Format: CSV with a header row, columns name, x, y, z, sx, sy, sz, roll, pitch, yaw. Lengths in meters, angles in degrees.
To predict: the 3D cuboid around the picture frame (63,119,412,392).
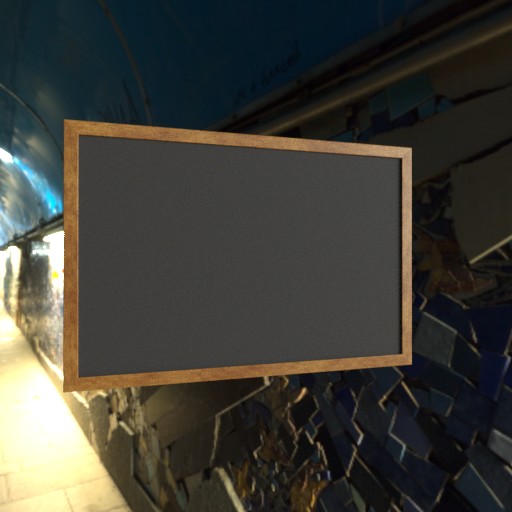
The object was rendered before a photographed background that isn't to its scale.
name,x,y,z,sx,sy,sz,roll,pitch,yaw
picture frame,0.000,0.000,1.152,0.922,0.621,0.029,0,0,-17
